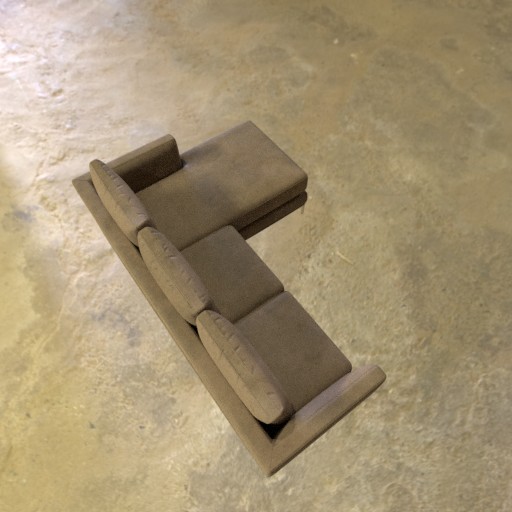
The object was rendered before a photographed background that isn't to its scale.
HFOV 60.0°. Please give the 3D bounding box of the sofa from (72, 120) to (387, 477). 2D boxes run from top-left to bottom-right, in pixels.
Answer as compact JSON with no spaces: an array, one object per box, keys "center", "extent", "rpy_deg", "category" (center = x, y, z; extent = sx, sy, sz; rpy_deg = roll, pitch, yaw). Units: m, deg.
[{"center":[0.000,0.000,3.219],"extent":[1.622,0.987,2.438],"rpy_deg":[-32,63,-18],"category":"sofa"}]
